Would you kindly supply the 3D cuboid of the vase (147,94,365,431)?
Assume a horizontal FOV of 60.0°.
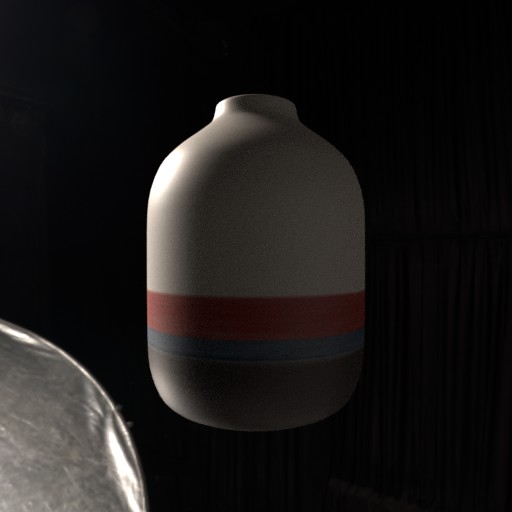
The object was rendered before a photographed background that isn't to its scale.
[{"bbox_3d":[0.000,0.000,0.355,0.169,0.237,0.169,0,0,0],"label":"vase"}]
